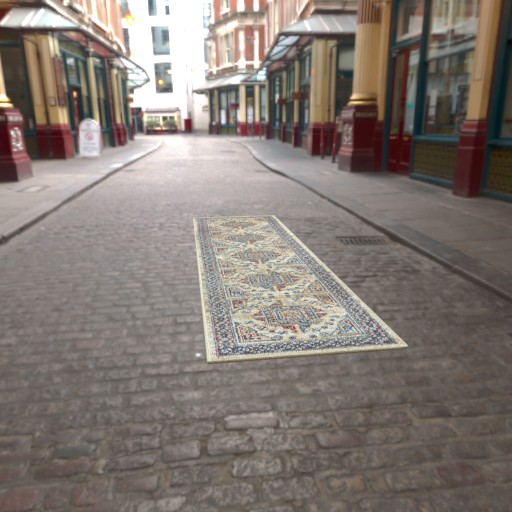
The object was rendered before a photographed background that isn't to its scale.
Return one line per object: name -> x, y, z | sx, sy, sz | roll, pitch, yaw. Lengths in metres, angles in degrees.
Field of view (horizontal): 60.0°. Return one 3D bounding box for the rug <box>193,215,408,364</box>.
rug -> 0.000, 0.000, 2.500 | 0.661, 0.013, 2.297 | -2, 16, -8
